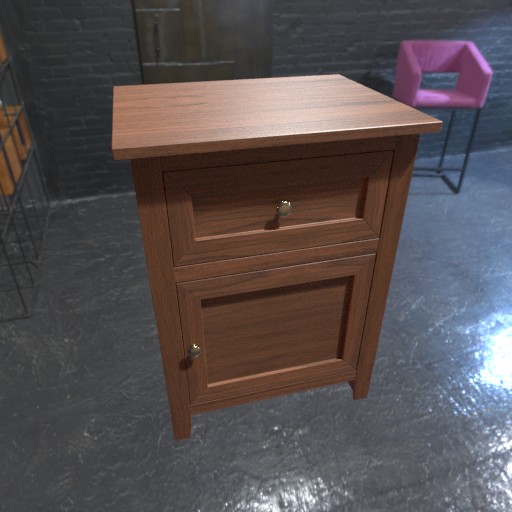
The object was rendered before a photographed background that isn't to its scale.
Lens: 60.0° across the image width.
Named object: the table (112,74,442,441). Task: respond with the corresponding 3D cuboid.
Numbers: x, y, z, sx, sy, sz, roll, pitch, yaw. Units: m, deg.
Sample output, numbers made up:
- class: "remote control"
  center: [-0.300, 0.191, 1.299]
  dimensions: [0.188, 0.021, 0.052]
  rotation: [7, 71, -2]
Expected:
- class: "table"
  center: [0.000, 0.000, 0.940]
  dimensions: [0.480, 0.636, 0.381]
  rotation: [-8, 33, -12]
